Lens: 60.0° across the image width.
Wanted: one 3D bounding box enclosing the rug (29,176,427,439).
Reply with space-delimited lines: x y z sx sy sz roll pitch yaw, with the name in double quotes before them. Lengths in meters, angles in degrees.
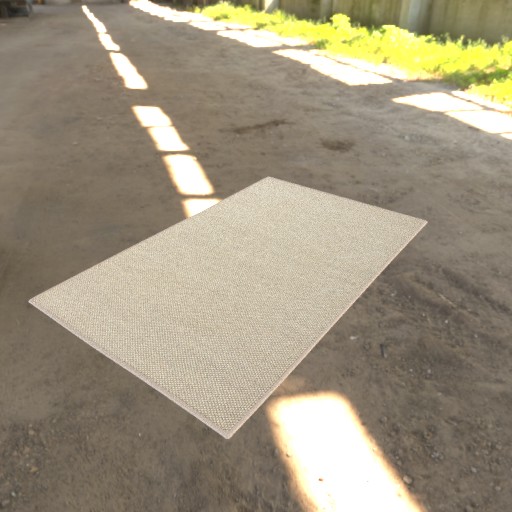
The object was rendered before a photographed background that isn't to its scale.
"rug" 0.000 0.000 2.097 1.067 0.013 1.676 22 38 31
